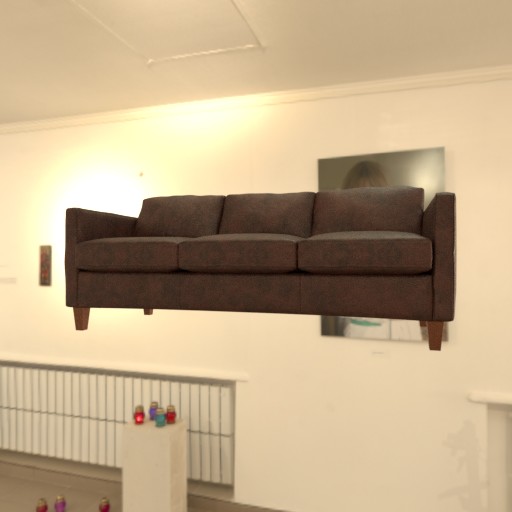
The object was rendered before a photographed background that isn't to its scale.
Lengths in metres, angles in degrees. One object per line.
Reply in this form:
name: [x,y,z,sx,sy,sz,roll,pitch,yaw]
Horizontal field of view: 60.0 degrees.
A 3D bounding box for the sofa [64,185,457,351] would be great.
sofa: [0.000,0.000,3.063,2.464,1.006,1.045,0,0,17]
